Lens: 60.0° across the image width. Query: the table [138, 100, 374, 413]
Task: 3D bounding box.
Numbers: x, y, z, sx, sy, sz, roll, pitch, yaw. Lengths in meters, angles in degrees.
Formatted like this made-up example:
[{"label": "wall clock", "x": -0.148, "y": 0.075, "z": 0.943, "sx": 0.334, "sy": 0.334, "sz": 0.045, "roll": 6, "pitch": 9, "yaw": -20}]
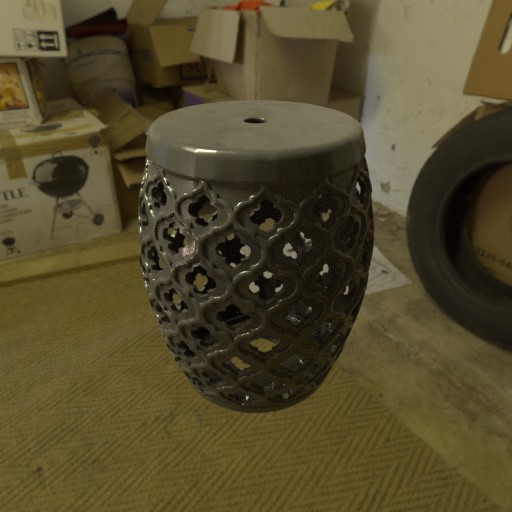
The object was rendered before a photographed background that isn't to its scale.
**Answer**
[{"label": "table", "x": 0.000, "y": 0.000, "z": 0.644, "sx": 0.325, "sy": 0.388, "sz": 0.325, "roll": 0, "pitch": 31, "yaw": 0}]
